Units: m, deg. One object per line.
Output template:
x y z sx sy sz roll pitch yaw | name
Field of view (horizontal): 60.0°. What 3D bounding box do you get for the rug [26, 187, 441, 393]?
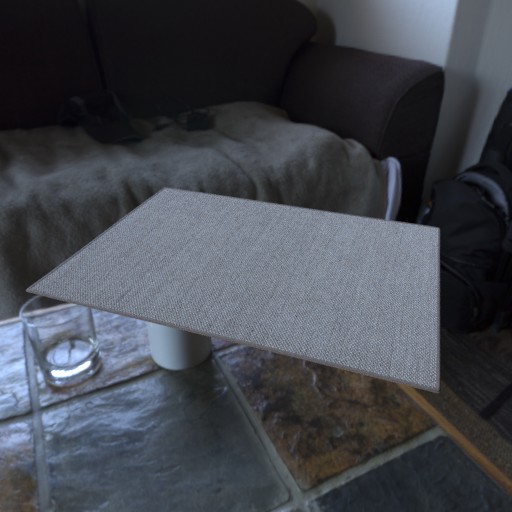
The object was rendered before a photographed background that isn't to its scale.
0.000 0.000 2.694 2.115 0.013 1.517 10 33 17 | rug
